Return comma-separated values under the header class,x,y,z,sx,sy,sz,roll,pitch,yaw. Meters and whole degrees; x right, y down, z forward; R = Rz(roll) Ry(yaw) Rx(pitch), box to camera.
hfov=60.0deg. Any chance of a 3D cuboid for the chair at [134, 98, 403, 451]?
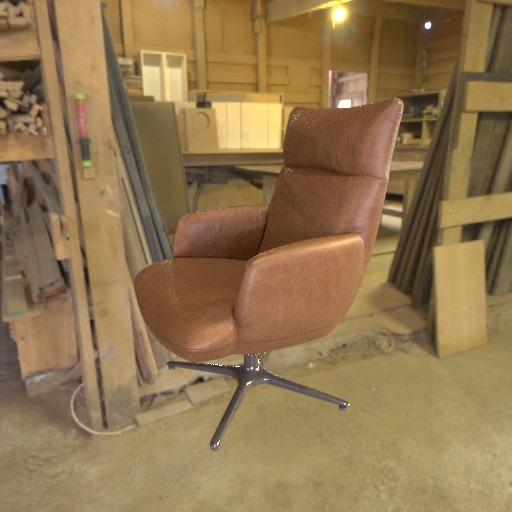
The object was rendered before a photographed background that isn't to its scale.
class,x,y,z,sx,sy,sz,roll,pitch,yaw
chair,0.000,0.000,1.548,0.794,1.027,0.711,-7,18,-24
